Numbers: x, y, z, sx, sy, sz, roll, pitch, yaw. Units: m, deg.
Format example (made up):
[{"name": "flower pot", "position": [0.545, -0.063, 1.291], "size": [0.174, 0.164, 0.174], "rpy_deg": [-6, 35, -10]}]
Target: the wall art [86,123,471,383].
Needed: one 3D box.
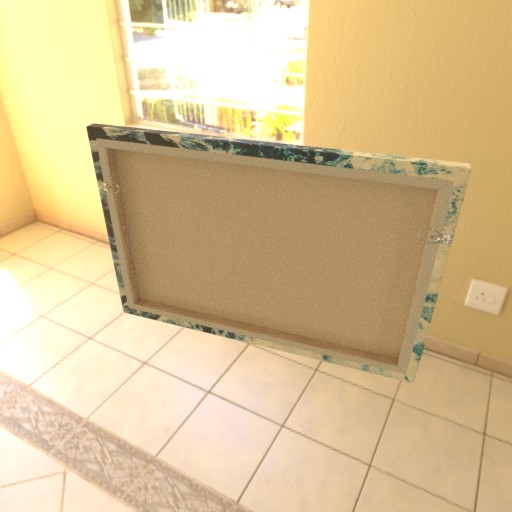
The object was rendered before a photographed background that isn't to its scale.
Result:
[{"name": "wall art", "position": [0.000, 0.000, 1.959], "size": [1.524, 1.017, 0.055], "rpy_deg": [11, 33, 16]}]
